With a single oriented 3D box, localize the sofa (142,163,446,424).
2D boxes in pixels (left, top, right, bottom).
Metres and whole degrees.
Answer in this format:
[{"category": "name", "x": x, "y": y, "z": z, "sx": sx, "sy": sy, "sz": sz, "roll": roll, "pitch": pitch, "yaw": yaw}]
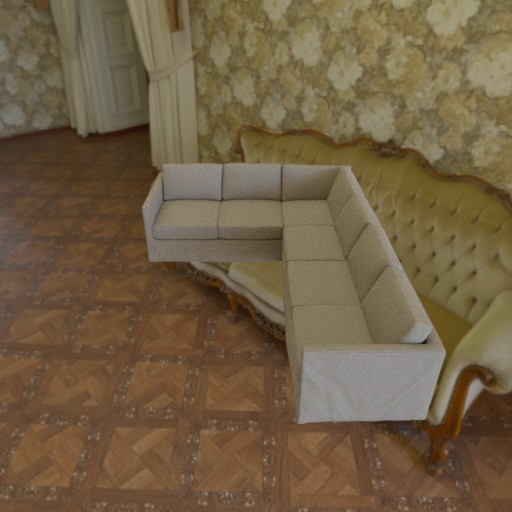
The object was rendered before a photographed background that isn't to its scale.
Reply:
[{"category": "sofa", "x": 0.000, "y": 0.000, "z": 4.290, "sx": 2.432, "sy": 0.871, "sz": 3.182, "roll": 0, "pitch": 31, "yaw": 0}]
